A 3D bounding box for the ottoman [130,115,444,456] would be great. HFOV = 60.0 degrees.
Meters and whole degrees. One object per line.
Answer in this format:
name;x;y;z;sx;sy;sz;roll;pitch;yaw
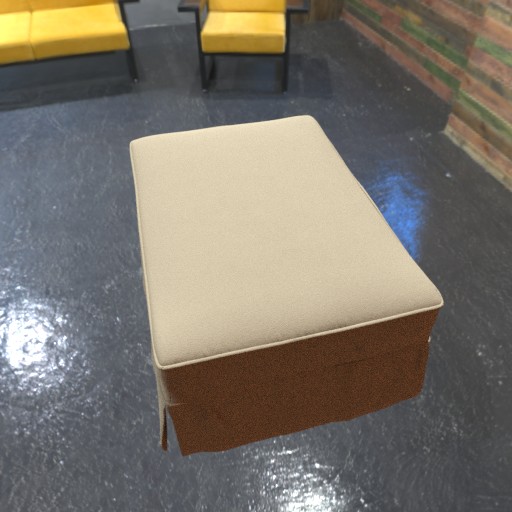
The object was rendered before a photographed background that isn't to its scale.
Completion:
ottoman;0.000;0.000;1.351;0.721;0.482;0.959;-11;46;-10
